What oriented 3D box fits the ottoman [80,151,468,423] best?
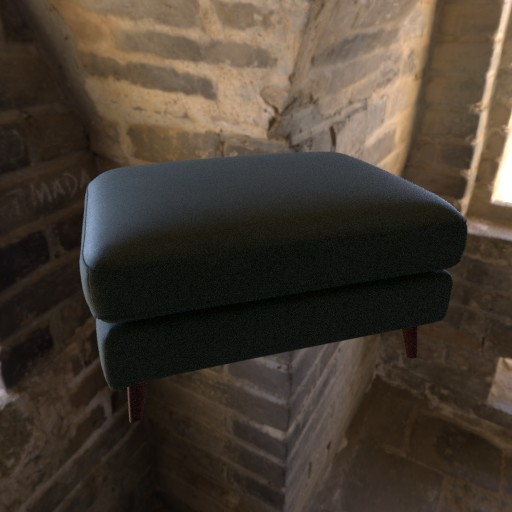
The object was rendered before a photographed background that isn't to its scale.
[{"bbox_3d":[0.000,0.000,1.149,0.811,0.449,0.608,-8,27,-16],"label":"ottoman"}]
